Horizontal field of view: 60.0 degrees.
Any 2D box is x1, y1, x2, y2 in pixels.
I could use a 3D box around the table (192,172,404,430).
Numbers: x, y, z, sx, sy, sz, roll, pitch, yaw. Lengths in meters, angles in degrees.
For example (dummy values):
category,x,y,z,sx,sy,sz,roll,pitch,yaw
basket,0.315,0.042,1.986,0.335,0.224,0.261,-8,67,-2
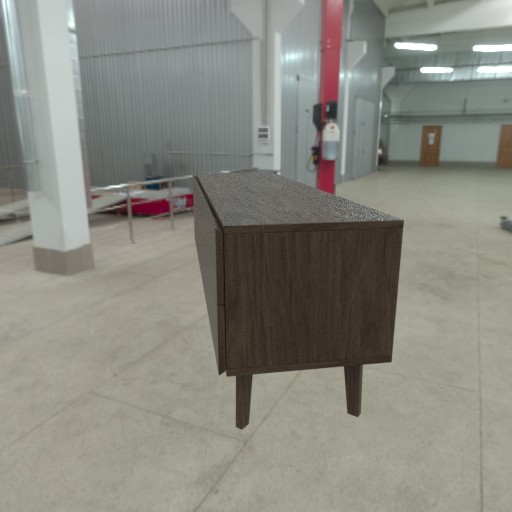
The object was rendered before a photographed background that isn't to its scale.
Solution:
category,x,y,z,sx,sy,sz,roll,pitch,yaw
table,0.000,0.000,1.647,0.405,0.508,1.397,-3,15,-9
